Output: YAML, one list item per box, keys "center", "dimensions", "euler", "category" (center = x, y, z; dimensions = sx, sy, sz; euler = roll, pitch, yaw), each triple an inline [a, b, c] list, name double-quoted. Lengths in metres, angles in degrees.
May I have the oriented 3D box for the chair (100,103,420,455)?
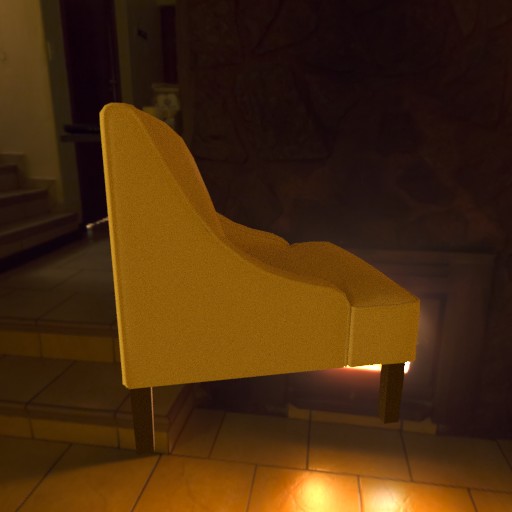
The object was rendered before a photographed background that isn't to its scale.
- center: [0.000, 0.000, 1.427]
  dimensions: [0.806, 0.886, 0.689]
  euler: [-3, 15, -10]
  category: "chair"
